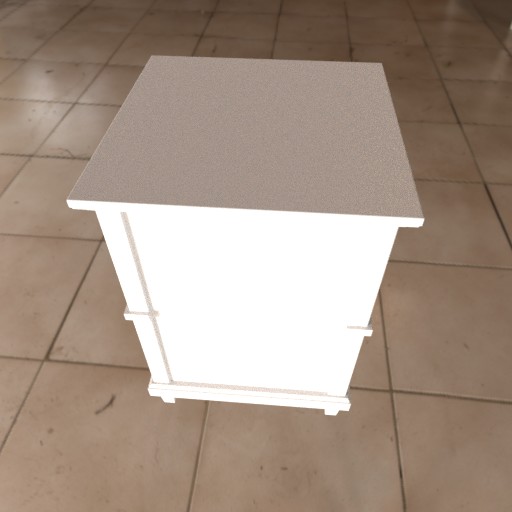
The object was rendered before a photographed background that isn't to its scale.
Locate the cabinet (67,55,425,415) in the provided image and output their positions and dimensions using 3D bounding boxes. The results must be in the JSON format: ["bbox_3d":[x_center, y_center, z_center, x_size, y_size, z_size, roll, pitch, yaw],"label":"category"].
[{"bbox_3d":[0.000,0.000,1.136,0.544,0.775,0.547,3,46,3],"label":"cabinet"}]
